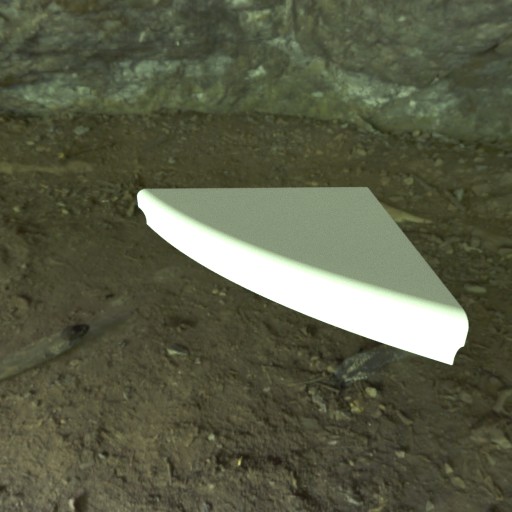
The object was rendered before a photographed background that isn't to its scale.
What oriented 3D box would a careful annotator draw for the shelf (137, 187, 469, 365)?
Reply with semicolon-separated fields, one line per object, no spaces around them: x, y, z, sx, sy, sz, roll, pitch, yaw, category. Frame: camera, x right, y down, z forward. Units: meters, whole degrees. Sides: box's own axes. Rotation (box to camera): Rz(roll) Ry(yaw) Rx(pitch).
0.000;0.000;0.466;0.310;0.050;0.310;-1;26;-1;shelf
